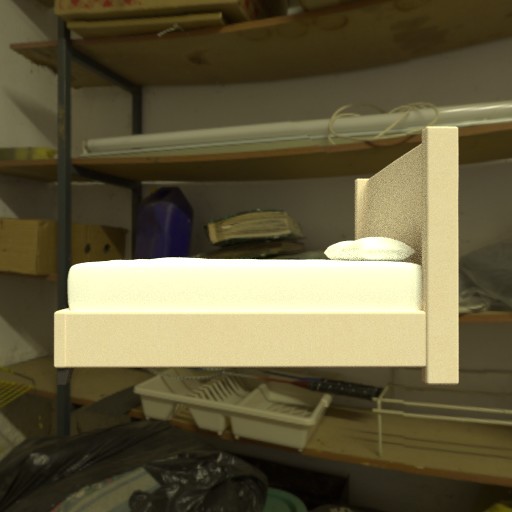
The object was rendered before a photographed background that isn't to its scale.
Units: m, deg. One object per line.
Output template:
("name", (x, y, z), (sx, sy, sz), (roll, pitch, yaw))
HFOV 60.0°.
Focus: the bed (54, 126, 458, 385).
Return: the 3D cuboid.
("bed", (0.000, 0.000, 3.386), (2.293, 1.471, 1.778), (0, 0, 0))
